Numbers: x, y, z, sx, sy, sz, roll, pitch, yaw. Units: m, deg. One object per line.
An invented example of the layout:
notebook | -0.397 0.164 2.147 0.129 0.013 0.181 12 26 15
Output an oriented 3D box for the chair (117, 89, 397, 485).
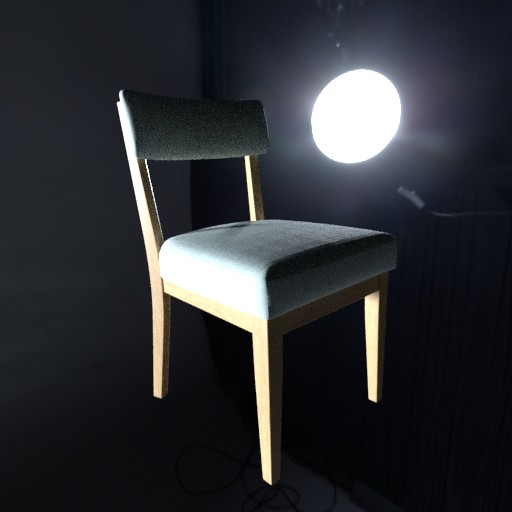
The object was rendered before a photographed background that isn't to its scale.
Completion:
chair | 0.000 0.000 1.178 0.508 0.832 0.572 -15 21 -43
